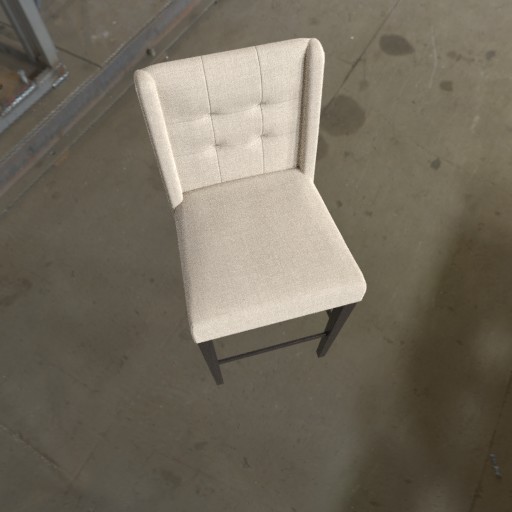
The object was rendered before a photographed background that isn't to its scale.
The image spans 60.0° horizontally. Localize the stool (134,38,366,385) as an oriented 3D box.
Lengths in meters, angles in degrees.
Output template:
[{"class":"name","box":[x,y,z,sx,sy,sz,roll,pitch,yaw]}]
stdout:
[{"class":"stool","box":[0.000,0.000,1.389,0.474,1.116,0.509,-13,64,-7]}]
